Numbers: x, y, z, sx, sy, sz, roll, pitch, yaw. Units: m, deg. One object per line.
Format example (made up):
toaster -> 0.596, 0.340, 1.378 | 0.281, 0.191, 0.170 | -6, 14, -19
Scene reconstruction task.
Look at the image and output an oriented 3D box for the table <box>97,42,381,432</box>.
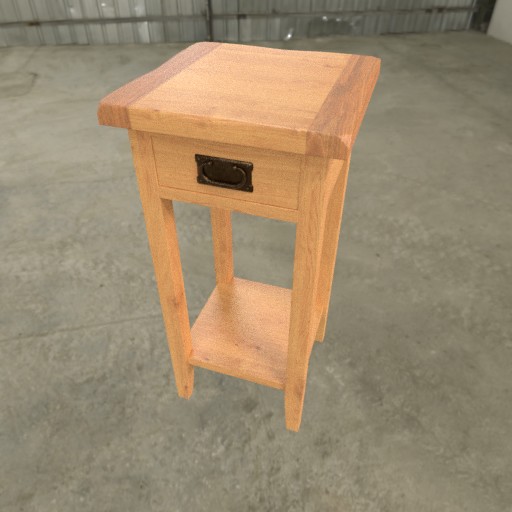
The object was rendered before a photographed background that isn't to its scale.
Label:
table -> 0.000, 0.000, 0.944 | 0.360, 0.740, 0.360 | 12, 41, 14
